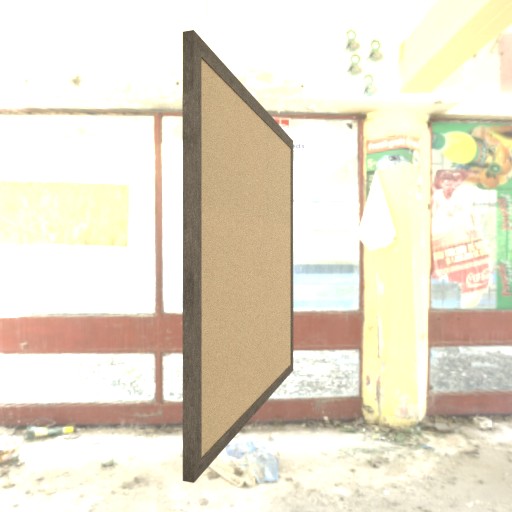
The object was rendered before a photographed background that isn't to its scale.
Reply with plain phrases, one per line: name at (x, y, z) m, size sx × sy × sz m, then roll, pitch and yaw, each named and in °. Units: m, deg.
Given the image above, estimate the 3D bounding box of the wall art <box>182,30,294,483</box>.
wall art at (0.000, 0.000, 0.667) m, size 0.013 × 0.457 × 0.457 m, roll 0°, pitch 0°, yaw 17°
